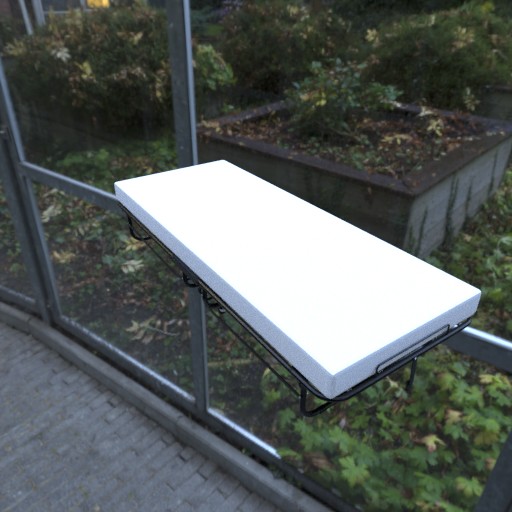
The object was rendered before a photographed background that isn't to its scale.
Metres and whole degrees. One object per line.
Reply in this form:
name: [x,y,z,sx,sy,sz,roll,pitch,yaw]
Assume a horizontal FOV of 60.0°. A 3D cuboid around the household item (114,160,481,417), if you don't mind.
household item: [0.000,0.000,2.189,0.787,0.356,1.905,-19,35,-29]
